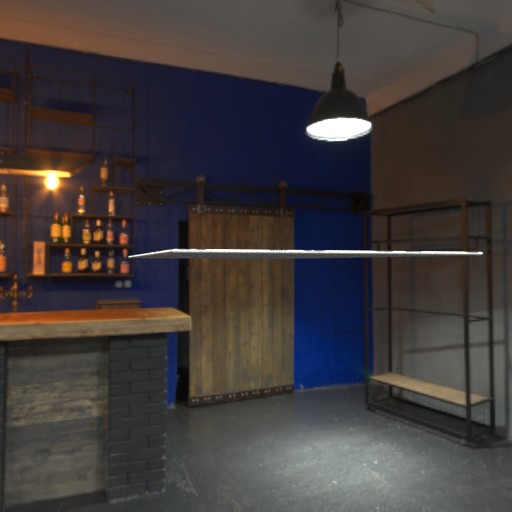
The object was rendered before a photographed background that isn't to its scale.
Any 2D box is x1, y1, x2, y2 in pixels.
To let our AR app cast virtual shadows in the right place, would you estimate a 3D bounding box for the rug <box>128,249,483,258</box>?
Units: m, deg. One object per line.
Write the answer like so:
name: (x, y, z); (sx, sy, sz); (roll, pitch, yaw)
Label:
rug: (0.000, 0.000, 3.024); (1.521, 0.017, 2.365); (0, -1, -20)
